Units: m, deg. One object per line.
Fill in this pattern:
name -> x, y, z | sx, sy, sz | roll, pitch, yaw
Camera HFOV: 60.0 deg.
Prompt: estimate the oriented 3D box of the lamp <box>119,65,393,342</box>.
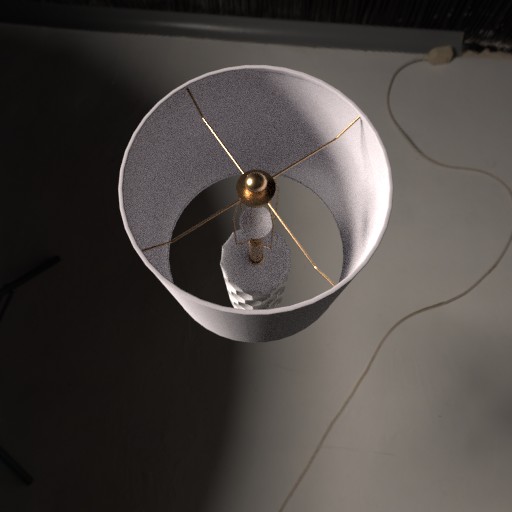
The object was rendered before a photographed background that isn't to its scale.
lamp -> 0.000, 0.000, 0.704 | 0.277, 0.537, 0.277 | 4, 73, 1
